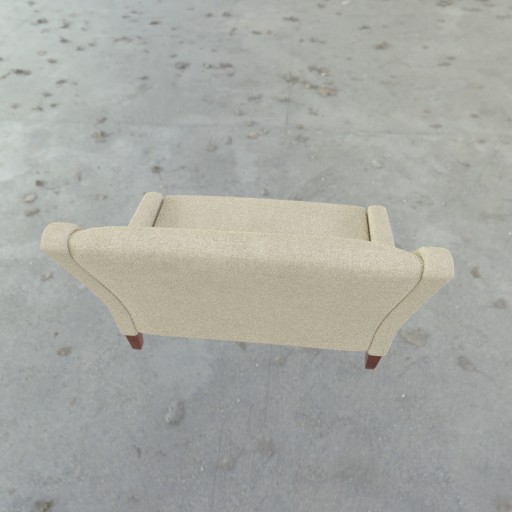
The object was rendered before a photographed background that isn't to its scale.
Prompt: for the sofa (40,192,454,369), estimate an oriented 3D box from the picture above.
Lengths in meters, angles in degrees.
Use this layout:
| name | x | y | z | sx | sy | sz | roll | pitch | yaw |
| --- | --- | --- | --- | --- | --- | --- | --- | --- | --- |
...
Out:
| name | x | y | z | sx | sy | sz | roll | pitch | yaw |
| --- | --- | --- | --- | --- | --- | --- | --- | --- | --- |
| sofa | 0.000 | 0.000 | 1.920 | 1.212 | 0.976 | 0.946 | 4 | 46 | 4 |
